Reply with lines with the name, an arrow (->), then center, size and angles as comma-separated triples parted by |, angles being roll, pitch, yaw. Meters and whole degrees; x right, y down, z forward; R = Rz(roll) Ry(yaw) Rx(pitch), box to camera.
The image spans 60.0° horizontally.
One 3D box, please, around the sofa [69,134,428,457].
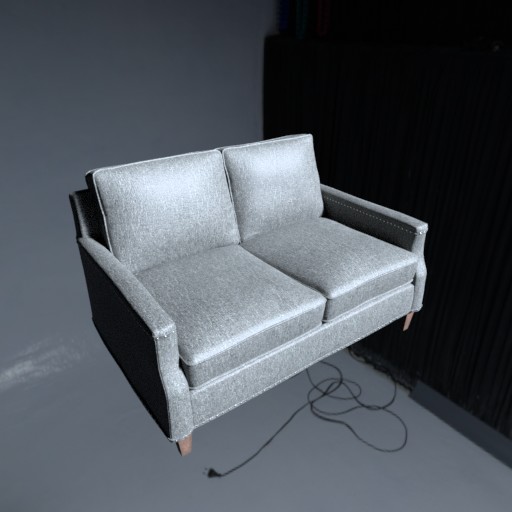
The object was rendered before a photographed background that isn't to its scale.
sofa -> 0.000, 0.000, 2.335 | 1.597, 1.003, 1.084 | -19, 33, -31
